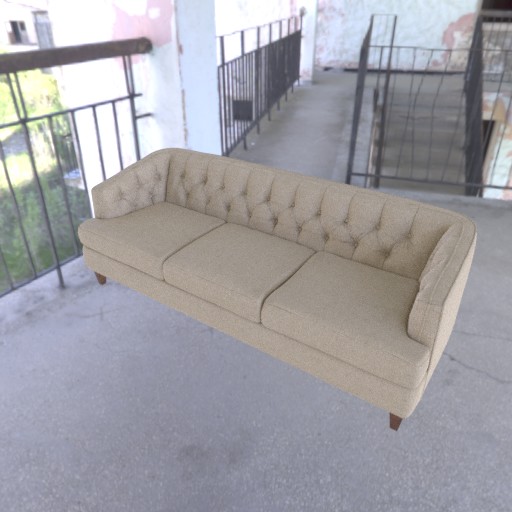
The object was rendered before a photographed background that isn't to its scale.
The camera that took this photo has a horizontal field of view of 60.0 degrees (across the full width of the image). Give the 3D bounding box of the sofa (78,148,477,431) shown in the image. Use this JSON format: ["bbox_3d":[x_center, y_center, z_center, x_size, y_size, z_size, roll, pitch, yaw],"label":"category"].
[{"bbox_3d":[0.000,0.000,2.644,2.235,0.788,0.913,19,35,30],"label":"sofa"}]
